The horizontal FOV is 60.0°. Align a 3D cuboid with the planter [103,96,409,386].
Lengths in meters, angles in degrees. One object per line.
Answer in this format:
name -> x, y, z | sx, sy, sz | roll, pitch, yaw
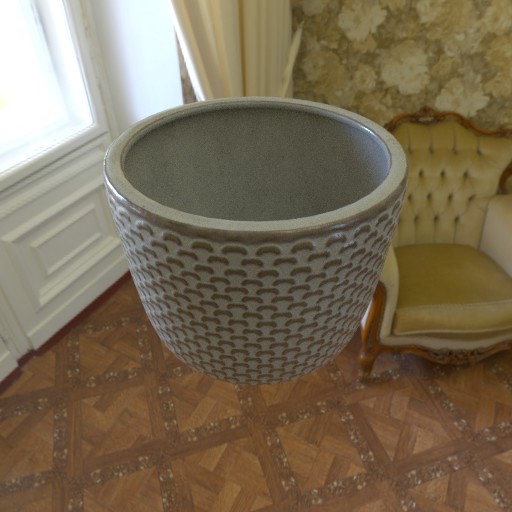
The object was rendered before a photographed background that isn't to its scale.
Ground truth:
planter -> 0.000, 0.000, 0.245 | 0.139, 0.130, 0.139 | 0, 39, 0
